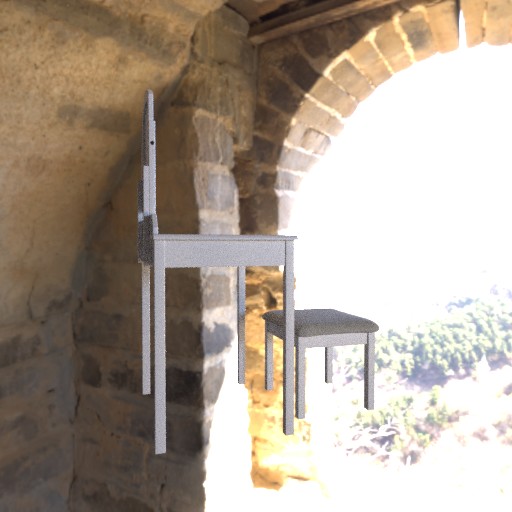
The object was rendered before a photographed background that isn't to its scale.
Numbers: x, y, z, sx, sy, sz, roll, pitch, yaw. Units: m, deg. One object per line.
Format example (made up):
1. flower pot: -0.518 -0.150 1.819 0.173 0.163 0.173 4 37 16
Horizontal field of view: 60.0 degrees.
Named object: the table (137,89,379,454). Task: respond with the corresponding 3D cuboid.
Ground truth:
1. table: 0.000 0.000 2.400 1.211 1.631 0.876 0 1 -18
